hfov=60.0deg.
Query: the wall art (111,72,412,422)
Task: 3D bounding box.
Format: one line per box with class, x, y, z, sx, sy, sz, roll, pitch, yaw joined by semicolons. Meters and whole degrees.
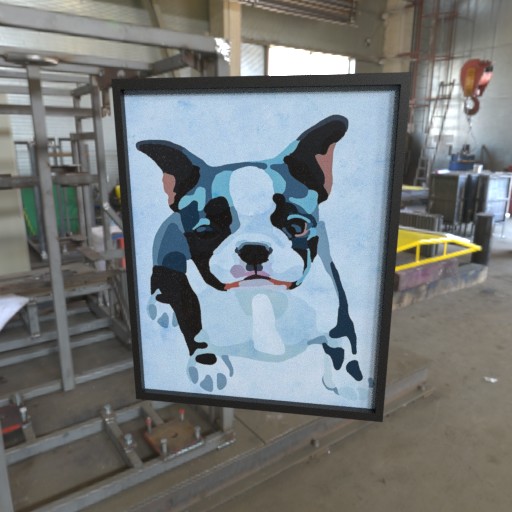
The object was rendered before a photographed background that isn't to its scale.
wall art;0.000;0.000;0.490;0.294;0.369;0.030;2;15;9
